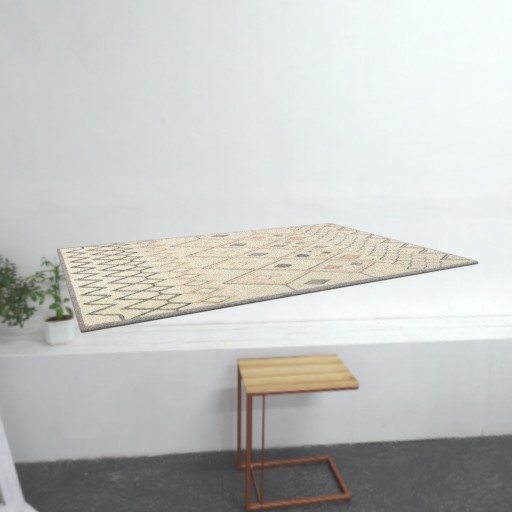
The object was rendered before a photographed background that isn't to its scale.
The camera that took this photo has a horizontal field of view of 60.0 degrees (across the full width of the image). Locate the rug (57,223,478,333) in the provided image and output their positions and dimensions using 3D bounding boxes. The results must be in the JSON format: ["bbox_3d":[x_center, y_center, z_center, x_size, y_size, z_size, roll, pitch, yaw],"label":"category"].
[{"bbox_3d":[0.000,0.000,2.297,1.829,0.016,1.219,-7,16,-26],"label":"rug"}]
